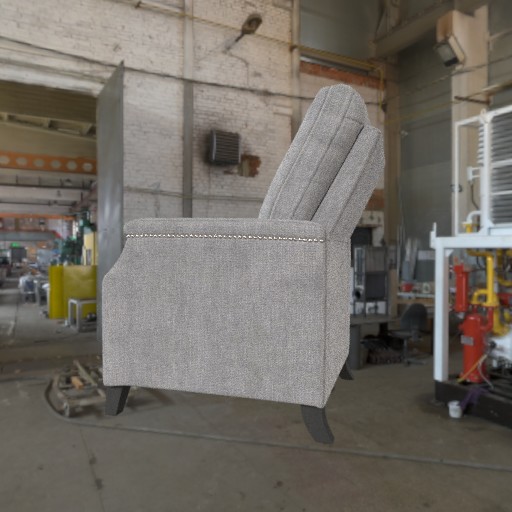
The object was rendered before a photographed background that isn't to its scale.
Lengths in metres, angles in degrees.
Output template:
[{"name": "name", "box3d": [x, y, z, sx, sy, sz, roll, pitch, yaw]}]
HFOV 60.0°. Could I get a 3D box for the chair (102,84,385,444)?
[{"name": "chair", "box3d": [0.000, 0.000, 1.663, 0.922, 1.049, 0.710, 0, 1, 17]}]
